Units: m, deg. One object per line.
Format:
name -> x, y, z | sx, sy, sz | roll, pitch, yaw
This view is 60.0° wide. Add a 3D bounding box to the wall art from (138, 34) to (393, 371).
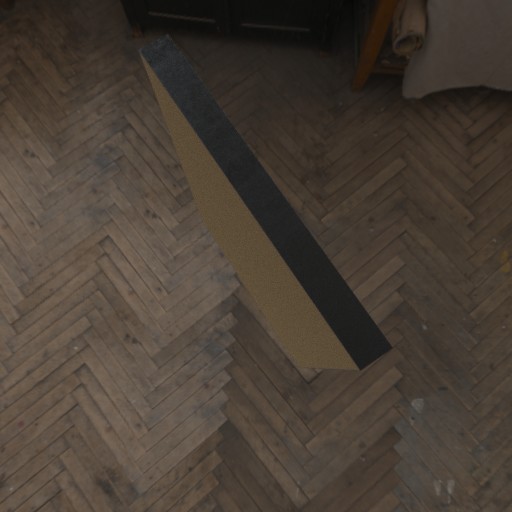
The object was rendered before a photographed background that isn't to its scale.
wall art -> 0.000, 0.000, 0.565 | 0.031, 0.457, 0.313 | -33, 78, -8
